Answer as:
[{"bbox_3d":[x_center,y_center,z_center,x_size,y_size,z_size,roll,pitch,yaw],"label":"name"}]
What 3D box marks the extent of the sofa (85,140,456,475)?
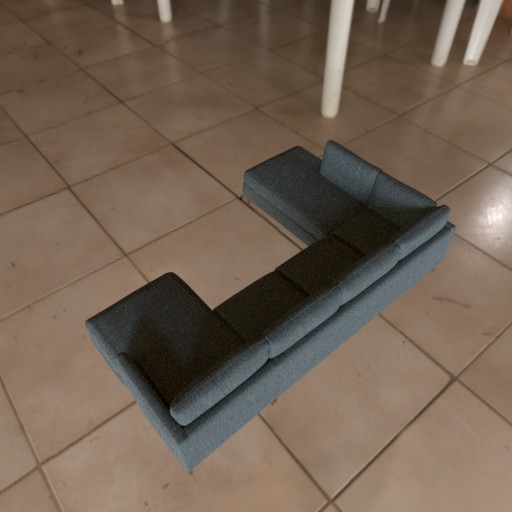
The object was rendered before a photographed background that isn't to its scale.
[{"bbox_3d":[0.000,0.000,3.599,2.737,0.753,1.879,-32,55,-26],"label":"sofa"}]
